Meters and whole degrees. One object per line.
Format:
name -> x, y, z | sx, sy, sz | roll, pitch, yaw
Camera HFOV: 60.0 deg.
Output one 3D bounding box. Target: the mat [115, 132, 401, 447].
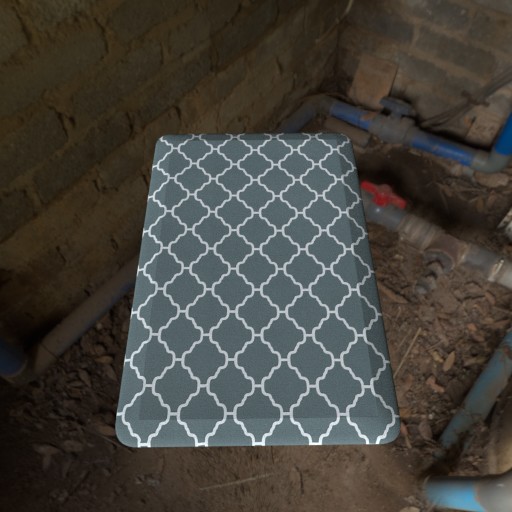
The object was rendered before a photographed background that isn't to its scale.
mat -> 0.000, 0.000, 0.961 | 0.508, 0.021, 0.762 | -1, 59, 0
